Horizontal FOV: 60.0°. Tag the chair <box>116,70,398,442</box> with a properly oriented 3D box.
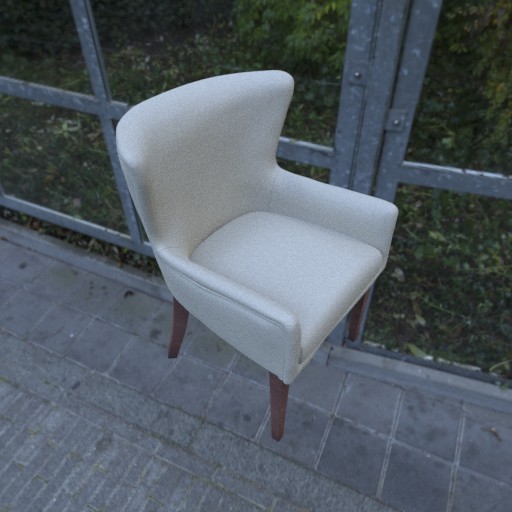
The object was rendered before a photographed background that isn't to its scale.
[{"bbox_3d":[0.000,0.000,1.448,0.686,0.952,0.660,27,49,27],"label":"chair"}]
